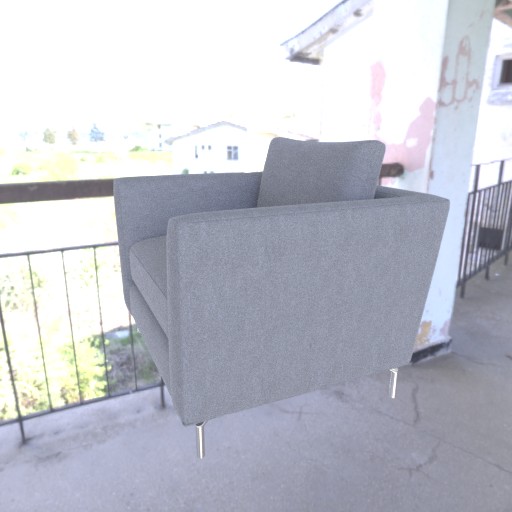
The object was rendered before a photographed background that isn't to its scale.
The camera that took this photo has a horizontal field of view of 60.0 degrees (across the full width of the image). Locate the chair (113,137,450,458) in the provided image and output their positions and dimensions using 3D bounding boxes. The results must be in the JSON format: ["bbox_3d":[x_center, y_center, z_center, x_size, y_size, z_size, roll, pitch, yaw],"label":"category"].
[{"bbox_3d":[0.000,0.000,1.689,0.889,0.864,1.041,-7,18,-24],"label":"chair"}]
